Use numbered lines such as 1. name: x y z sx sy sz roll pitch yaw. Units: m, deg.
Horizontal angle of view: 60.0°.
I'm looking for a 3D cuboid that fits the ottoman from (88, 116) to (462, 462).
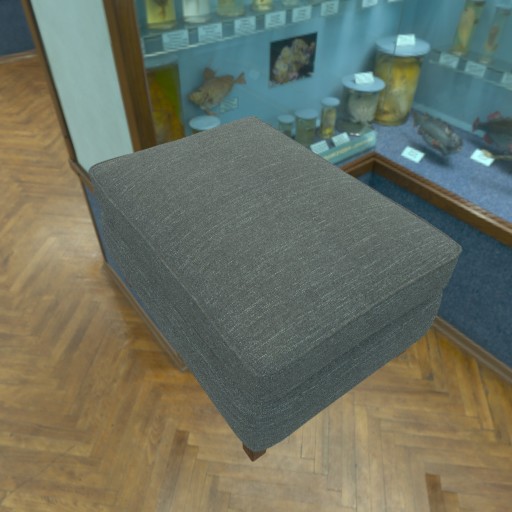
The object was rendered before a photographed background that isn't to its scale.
1. ottoman: 0.000 0.000 0.994 0.508 0.406 0.686 -26 49 -25
